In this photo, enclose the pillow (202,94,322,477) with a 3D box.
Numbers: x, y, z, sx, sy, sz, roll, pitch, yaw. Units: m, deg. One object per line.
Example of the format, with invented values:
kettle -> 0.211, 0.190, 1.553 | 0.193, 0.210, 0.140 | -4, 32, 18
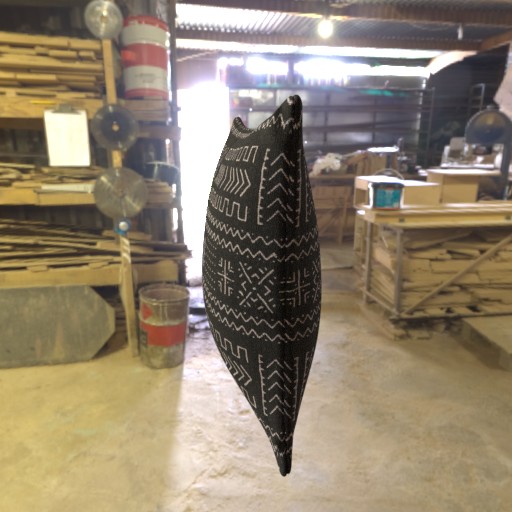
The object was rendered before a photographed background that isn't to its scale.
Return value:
pillow -> 0.000, 0.000, 0.676 | 0.164, 0.430, 0.438 | -3, 15, -10
